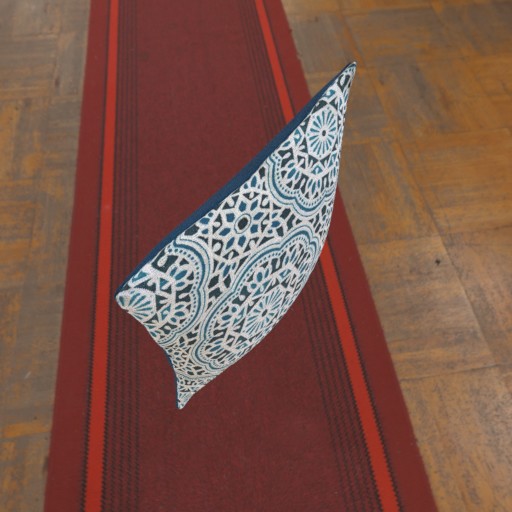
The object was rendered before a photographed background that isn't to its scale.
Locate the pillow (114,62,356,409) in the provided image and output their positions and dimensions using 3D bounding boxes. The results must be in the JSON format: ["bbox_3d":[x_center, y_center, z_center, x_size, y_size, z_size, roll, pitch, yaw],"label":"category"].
[{"bbox_3d":[0.000,0.000,0.670,0.145,0.420,0.440,32,63,19],"label":"pillow"}]
